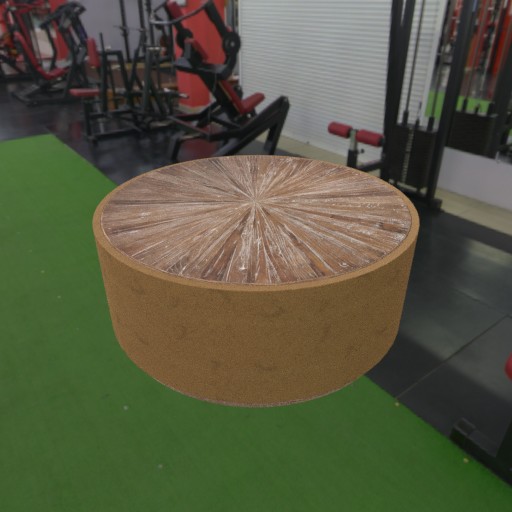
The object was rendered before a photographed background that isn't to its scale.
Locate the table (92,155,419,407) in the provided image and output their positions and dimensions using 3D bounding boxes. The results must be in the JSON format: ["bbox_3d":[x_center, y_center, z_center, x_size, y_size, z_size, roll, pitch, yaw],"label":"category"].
[{"bbox_3d":[0.000,0.000,1.522,1.001,0.409,1.001,0,30,0],"label":"table"}]
